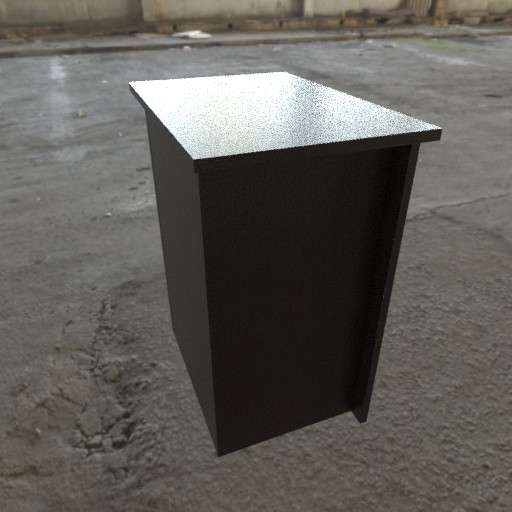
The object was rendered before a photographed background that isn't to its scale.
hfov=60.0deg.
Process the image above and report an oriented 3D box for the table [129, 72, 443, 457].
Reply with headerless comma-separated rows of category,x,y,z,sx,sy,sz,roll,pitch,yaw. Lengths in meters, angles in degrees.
table,0.000,0.000,1.052,0.408,0.711,0.589,-12,33,-18
